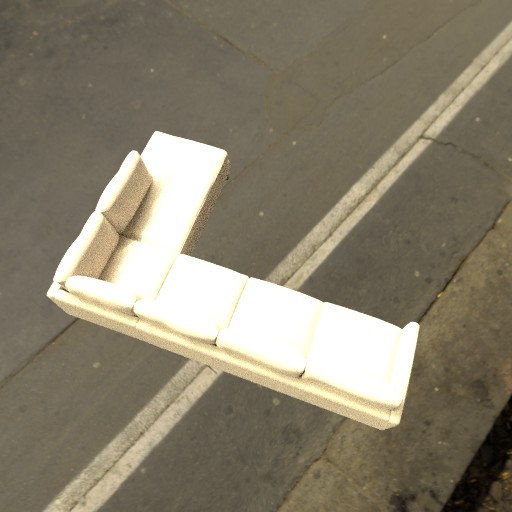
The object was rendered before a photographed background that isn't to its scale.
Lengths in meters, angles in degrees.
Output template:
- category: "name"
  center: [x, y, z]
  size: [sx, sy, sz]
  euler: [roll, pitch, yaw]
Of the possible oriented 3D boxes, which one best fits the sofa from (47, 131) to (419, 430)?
- category: "sofa"
  center: [0.000, 0.000, 3.945]
  size: [2.949, 0.815, 2.007]
  euler: [18, 65, 9]
